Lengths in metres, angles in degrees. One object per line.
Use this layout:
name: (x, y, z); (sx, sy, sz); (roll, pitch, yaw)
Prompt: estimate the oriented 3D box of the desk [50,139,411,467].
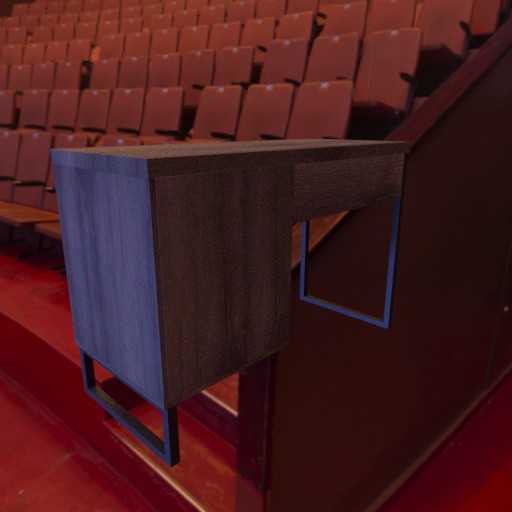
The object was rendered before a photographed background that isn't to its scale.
desk: (0.000, 0.000, 1.541); (0.511, 0.752, 1.134); (16, 23, 42)
